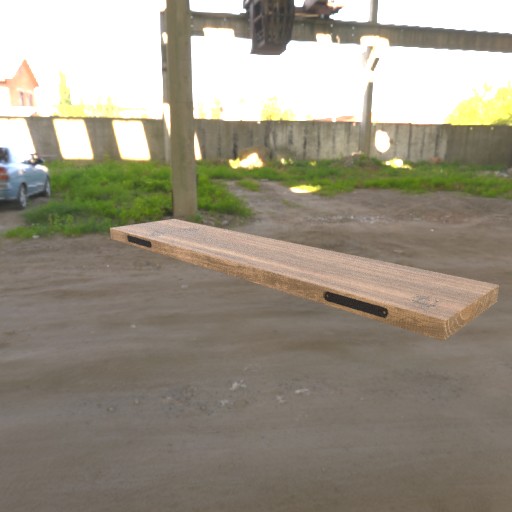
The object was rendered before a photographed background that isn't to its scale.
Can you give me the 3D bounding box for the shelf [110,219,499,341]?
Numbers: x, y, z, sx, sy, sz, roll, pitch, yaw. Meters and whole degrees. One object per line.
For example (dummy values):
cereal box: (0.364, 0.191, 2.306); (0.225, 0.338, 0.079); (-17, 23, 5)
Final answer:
shelf: (0.000, 0.000, 0.646); (0.610, 0.020, 0.140); (14, 20, 43)
